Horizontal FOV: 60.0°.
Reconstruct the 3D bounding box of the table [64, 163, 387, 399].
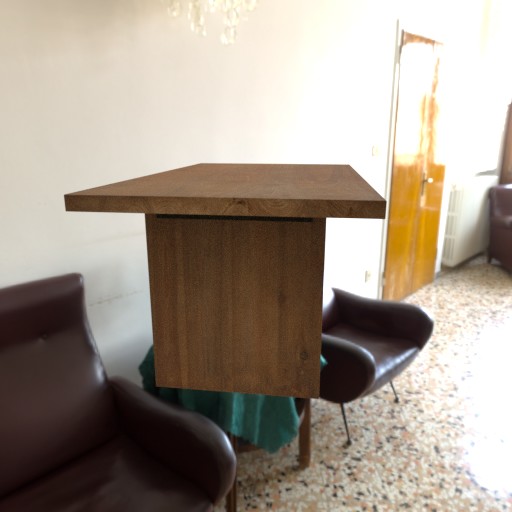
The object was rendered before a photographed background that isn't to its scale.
[{"bbox_3d":[0.000,0.000,2.143,0.946,0.780,1.609,2,15,8],"label":"table"}]
